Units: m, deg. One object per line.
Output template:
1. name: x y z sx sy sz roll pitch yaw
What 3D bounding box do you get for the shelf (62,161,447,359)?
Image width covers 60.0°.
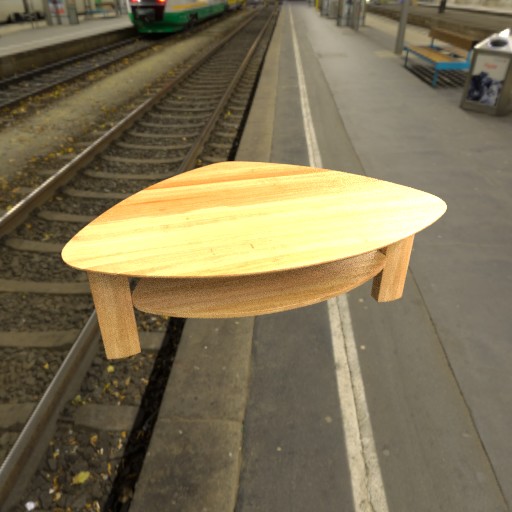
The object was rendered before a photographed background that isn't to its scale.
1. shelf: 0.000 0.000 1.641 1.240 0.439 0.863 -9 32 -15
